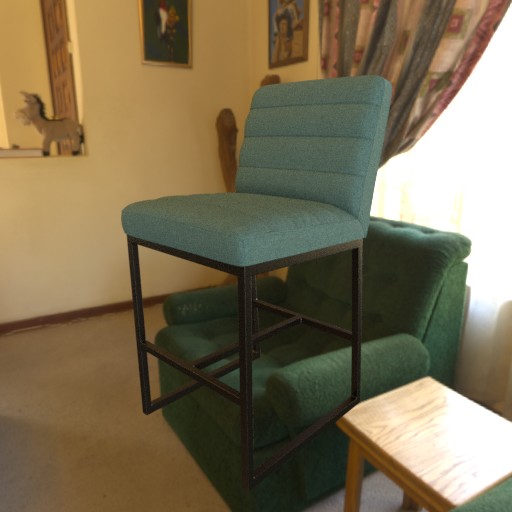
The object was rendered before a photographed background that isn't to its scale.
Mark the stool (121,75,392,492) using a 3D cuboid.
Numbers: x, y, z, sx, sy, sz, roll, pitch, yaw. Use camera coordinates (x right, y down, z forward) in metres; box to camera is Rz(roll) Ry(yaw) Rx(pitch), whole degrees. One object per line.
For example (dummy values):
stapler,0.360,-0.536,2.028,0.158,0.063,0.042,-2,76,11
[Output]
stool,0.000,0.000,1.215,0.460,0.940,0.560,14,21,42
